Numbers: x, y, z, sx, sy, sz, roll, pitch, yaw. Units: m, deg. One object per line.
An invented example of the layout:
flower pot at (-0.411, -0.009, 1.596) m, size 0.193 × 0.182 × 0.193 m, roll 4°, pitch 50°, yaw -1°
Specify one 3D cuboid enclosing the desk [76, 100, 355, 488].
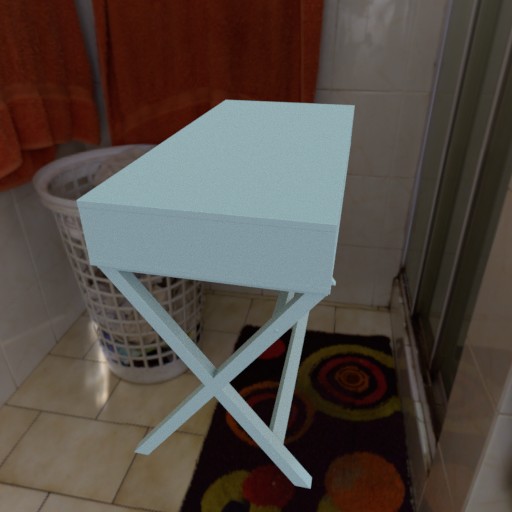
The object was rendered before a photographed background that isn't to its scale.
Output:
desk at (0.000, 0.000, 1.461) m, size 0.525 × 0.780 × 1.057 m, roll 6°, pitch 30°, yaw 11°
